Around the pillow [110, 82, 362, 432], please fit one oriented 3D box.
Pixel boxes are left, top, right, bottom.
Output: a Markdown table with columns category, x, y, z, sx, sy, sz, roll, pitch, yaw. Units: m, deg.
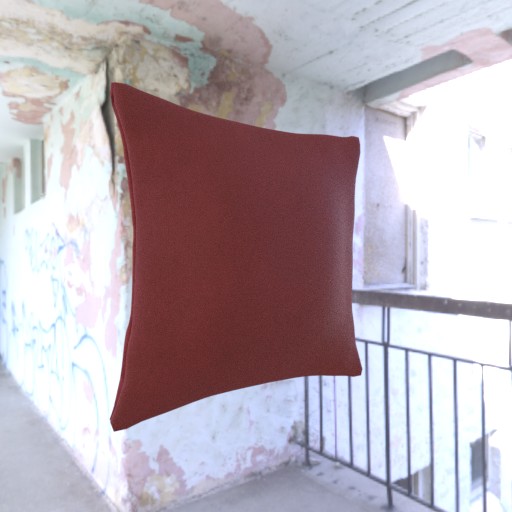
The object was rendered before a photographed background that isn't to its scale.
| category | x | y | z | sx | sy | sz | roll | pitch | yaw |
| --- | --- | --- | --- | --- | --- | --- | --- | --- | --- |
| pillow | 0.000 | 0.000 | 0.654 | 0.435 | 0.416 | 0.151 | 0 | 0 | -35 |
